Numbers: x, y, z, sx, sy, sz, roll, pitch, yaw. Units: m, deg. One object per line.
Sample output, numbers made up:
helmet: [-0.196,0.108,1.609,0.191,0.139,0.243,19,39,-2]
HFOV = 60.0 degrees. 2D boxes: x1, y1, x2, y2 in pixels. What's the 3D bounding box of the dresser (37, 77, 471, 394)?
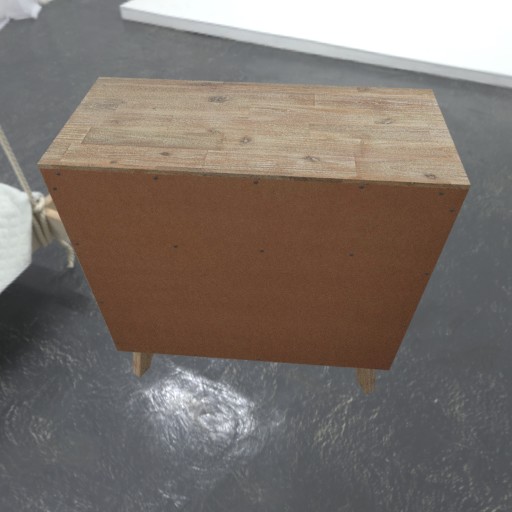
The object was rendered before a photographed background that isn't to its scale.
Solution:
dresser: [0.000,0.000,1.544,0.998,1.029,0.455,3,47,3]
